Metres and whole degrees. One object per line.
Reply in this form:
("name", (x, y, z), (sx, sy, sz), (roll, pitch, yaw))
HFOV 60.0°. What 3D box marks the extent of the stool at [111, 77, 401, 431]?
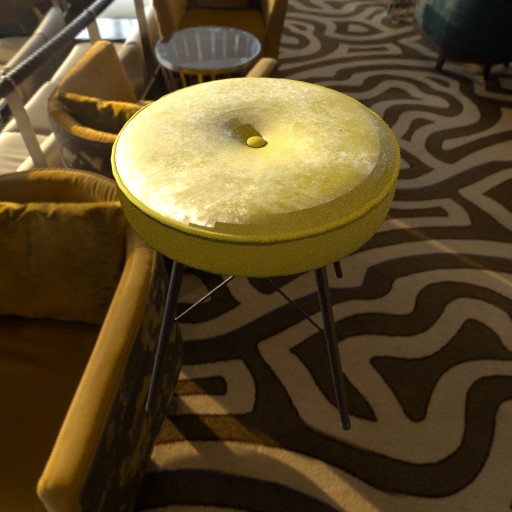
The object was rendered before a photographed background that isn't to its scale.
("stool", (0.000, 0.000, 0.808), (0.409, 0.508, 0.409), (4, 47, 4))
